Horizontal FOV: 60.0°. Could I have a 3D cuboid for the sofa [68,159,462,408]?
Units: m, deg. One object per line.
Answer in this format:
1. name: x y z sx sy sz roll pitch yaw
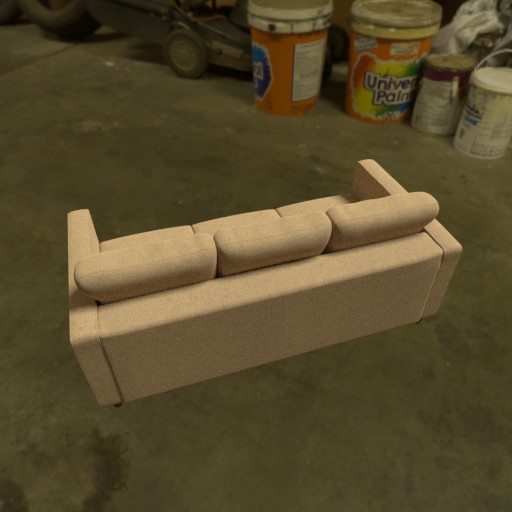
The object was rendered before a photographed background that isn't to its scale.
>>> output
1. sofa: 0.000 0.000 2.411 1.855 0.800 0.930 -12 43 -13
